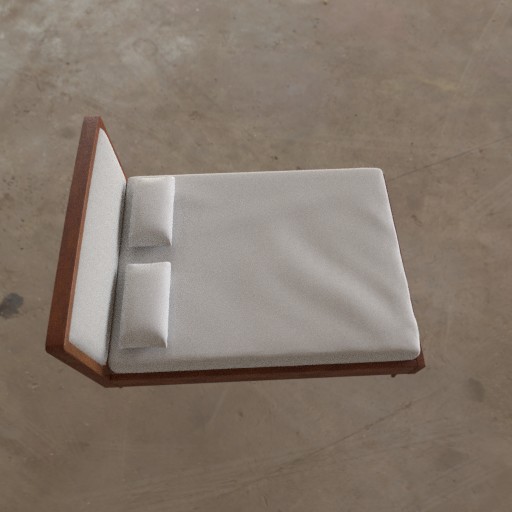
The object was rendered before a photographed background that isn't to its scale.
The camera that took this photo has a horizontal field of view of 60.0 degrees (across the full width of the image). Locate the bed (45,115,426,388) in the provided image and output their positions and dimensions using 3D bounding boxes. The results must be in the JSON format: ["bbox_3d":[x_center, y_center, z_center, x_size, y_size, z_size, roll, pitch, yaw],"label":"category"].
[{"bbox_3d":[0.000,0.000,3.144,2.196,1.275,1.587,-2,63,-1],"label":"bed"}]
